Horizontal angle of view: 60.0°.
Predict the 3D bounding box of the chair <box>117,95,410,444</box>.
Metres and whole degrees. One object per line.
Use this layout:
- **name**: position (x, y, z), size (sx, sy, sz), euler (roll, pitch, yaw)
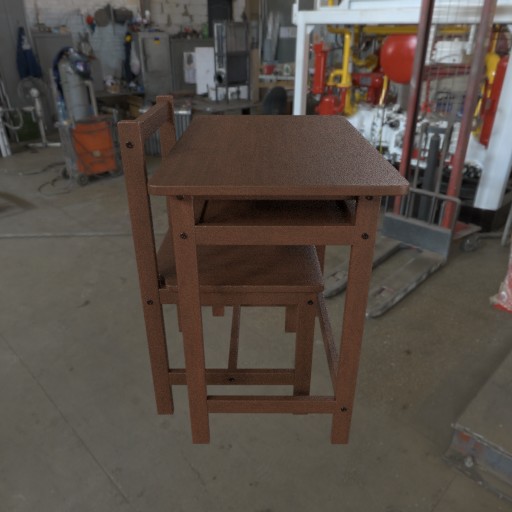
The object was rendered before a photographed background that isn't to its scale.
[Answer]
- **chair**: position (0.000, 0.000, 1.040), size (0.463, 0.673, 0.599), euler (0, 27, 0)
